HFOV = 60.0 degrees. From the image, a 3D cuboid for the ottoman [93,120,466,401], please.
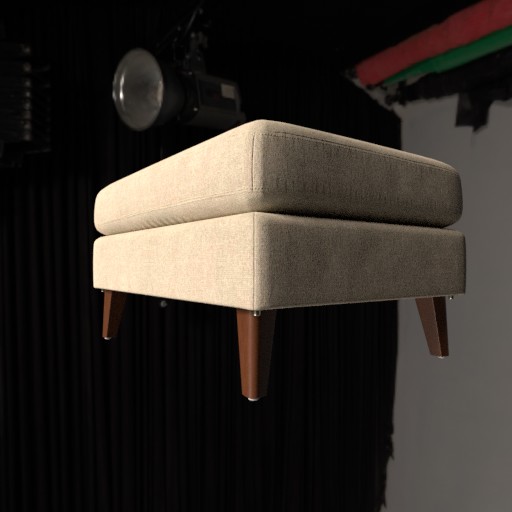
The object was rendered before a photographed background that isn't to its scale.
[{"bbox_3d":[0.000,0.000,1.161,0.610,0.478,0.823,1,-1,-36],"label":"ottoman"}]
